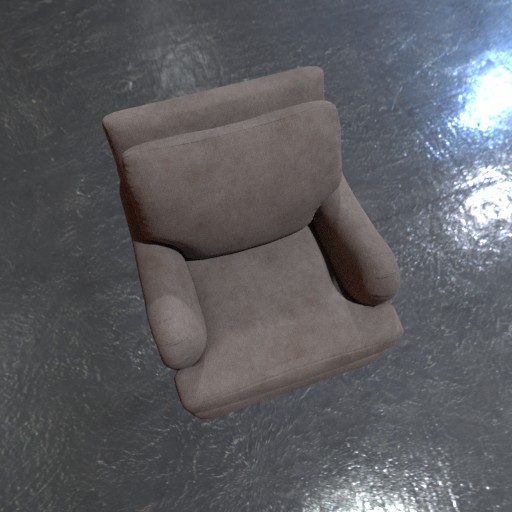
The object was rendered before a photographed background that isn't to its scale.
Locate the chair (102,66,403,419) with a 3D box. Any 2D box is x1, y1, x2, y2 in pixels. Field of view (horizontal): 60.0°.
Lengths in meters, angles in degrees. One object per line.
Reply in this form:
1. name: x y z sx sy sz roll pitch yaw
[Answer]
1. chair: 0.000 0.000 1.882 0.955 0.997 1.070 -17 65 -8
